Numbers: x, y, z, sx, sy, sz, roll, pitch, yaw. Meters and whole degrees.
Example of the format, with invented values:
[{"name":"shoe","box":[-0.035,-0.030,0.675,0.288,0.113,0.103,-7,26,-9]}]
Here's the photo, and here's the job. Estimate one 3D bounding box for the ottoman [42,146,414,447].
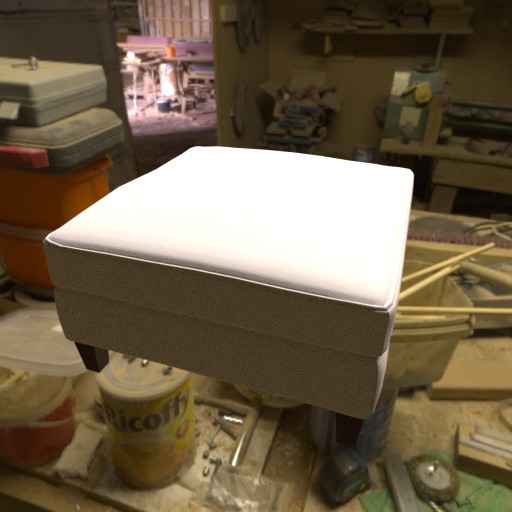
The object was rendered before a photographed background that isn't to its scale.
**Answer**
[{"name":"ottoman","box":[0.000,0.000,1.351,0.838,0.479,0.838,10,31,17]}]
